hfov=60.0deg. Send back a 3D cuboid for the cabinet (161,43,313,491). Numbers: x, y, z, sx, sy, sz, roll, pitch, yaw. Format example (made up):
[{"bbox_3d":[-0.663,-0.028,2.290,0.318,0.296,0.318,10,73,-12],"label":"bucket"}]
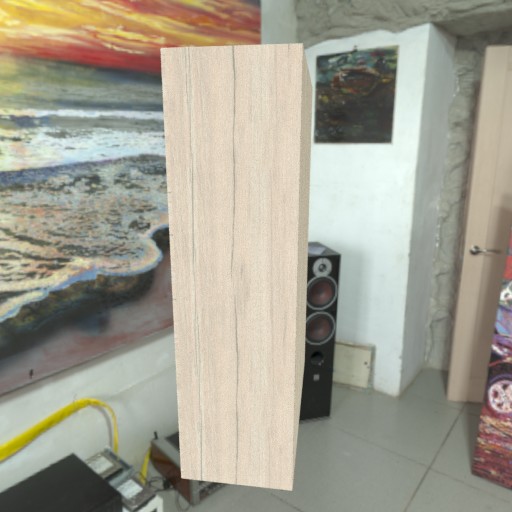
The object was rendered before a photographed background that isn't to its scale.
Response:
[{"bbox_3d":[0.000,0.000,2.684,0.580,2.070,1.400,2,14,8],"label":"cabinet"}]
